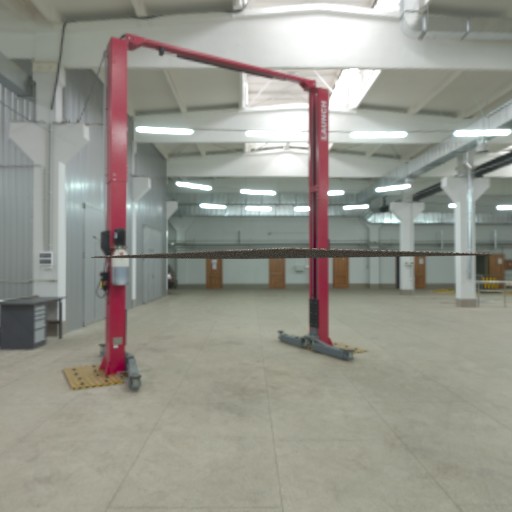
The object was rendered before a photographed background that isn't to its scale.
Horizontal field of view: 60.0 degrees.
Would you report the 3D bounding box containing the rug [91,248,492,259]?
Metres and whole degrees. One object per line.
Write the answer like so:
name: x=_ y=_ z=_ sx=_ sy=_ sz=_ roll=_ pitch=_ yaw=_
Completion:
rug: x=0.000 y=0.000 z=3.030 sx=1.517 sy=0.011 sz=2.435 roll=1 pitch=-1 yaw=-36
